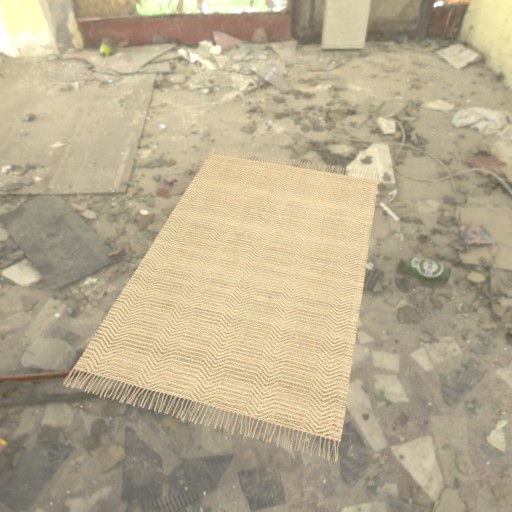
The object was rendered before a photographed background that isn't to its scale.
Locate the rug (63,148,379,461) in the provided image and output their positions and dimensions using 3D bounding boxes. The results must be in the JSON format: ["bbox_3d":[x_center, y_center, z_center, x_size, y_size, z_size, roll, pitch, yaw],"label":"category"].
[{"bbox_3d":[0.000,0.000,2.519,1.224,0.027,2.021,11,47,11],"label":"rug"}]
